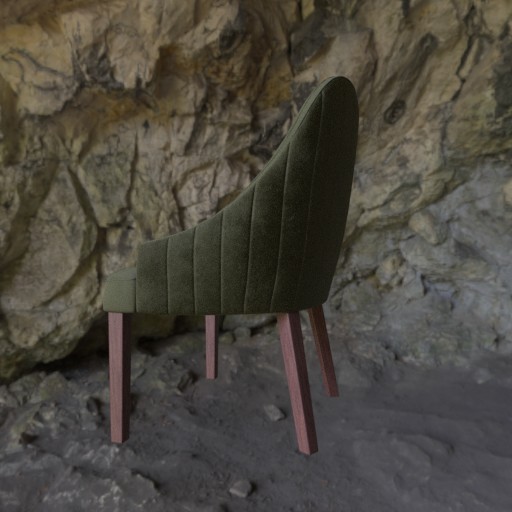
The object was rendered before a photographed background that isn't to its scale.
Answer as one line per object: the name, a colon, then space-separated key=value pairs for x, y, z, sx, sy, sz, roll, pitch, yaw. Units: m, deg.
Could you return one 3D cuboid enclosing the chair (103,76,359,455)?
chair: x=0.000 y=0.000 z=1.266 sx=0.575 sy=0.889 sz=0.643 roll=0 pitch=0 yaw=17
